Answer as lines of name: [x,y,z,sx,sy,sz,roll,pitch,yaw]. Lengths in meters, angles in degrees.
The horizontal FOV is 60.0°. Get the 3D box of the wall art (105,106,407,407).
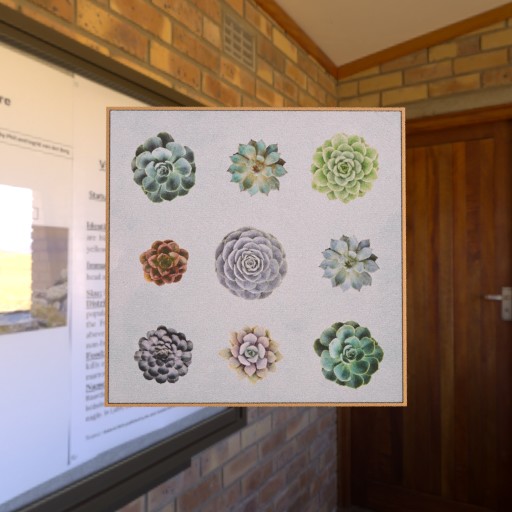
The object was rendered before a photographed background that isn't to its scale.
wall art: [0.000,0.000,0.679,0.457,0.455,0.013,0,-1,-1]
